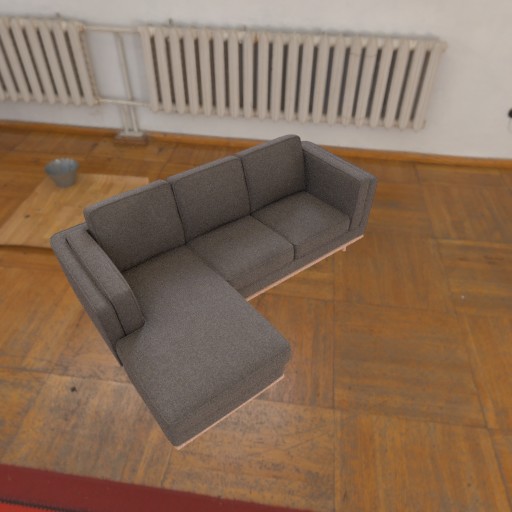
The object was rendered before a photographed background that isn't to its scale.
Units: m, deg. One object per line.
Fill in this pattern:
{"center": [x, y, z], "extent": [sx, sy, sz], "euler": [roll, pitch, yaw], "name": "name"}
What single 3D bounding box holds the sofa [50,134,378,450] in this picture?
{"center": [0.000, 0.000, 3.278], "extent": [2.411, 0.929, 1.604], "euler": [-27, 48, -27], "name": "sofa"}
